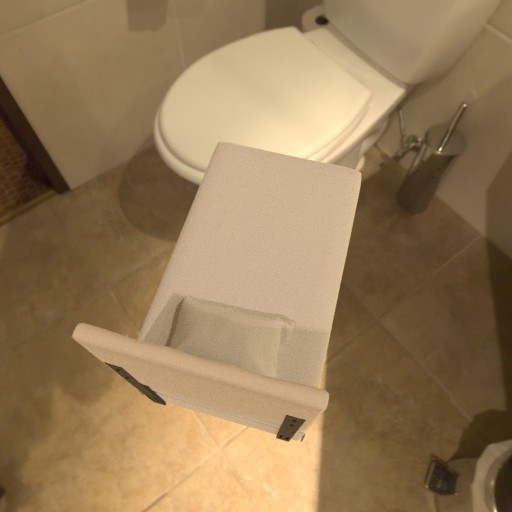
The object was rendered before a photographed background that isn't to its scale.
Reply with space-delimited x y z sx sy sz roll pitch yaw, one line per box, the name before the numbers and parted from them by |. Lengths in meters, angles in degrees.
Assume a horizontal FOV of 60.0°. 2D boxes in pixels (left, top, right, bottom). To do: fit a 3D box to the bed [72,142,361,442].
bed | 0.000 0.000 2.973 1.261 1.571 1.997 14 64 7
